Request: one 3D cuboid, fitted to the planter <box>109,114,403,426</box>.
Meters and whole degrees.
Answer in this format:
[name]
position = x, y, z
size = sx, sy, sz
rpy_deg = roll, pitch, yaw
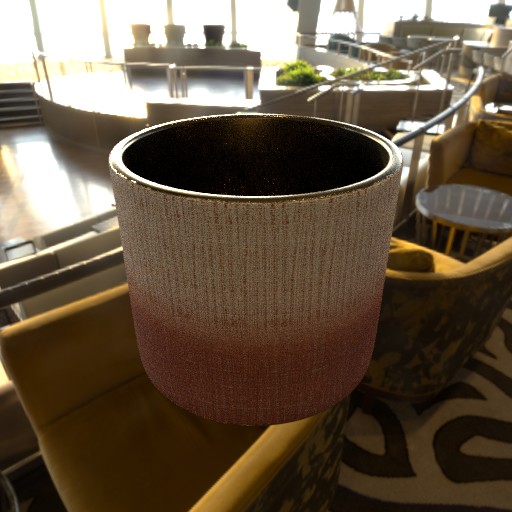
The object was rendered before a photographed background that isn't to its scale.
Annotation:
[planter]
position = 0.000, 0.000, 0.311
size = 0.178, 0.157, 0.178
rpy_deg = 0, 30, 0
